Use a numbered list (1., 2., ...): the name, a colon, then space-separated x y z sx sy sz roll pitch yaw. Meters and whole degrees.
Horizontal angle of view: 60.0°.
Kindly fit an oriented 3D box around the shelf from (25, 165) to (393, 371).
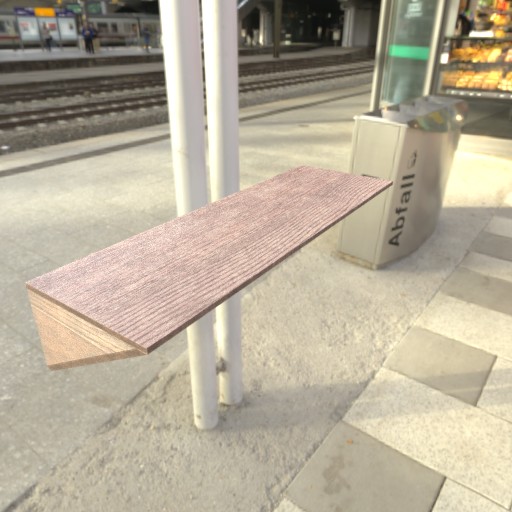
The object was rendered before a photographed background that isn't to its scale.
1. shelf: 0.000 0.000 0.693 0.200 0.125 0.610 18 32 31
